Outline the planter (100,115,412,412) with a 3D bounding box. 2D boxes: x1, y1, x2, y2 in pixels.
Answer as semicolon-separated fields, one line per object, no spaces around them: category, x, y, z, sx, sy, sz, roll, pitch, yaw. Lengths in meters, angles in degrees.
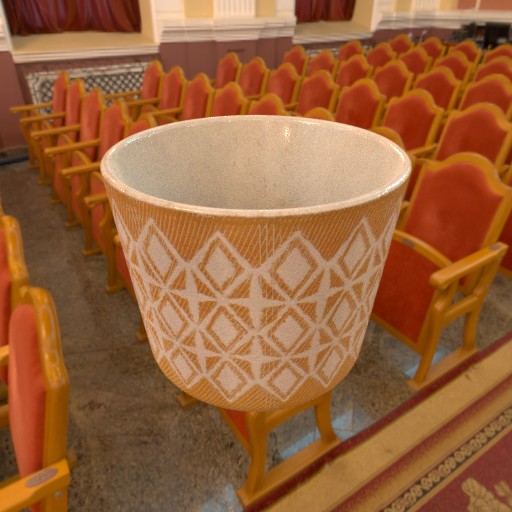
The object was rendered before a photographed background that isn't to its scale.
planter;0.000;0.000;0.214;0.126;0.104;0.126;0;31;0
